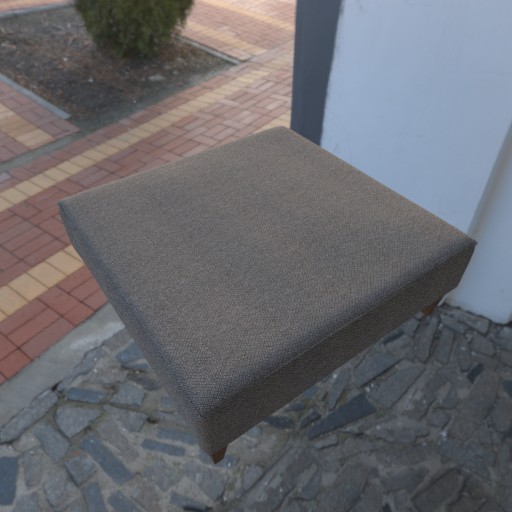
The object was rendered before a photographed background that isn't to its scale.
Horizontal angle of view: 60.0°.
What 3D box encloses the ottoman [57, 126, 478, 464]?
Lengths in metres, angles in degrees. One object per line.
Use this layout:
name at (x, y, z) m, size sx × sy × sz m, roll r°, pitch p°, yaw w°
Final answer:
ottoman at (0.000, 0.000, 1.513) m, size 0.981 × 0.378 × 0.970 m, roll -26°, pitch 48°, yaw -26°
